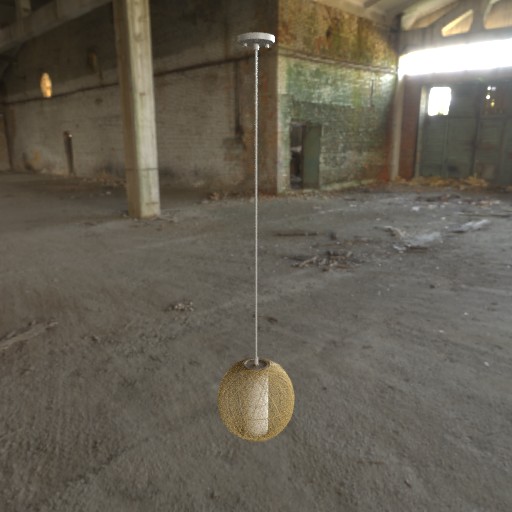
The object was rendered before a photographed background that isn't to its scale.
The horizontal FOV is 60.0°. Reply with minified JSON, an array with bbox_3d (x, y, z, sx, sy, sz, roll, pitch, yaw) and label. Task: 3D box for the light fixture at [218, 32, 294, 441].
[{"bbox_3d":[0.000,0.000,2.157,0.406,1.955,0.407,13,19,43],"label":"light fixture"}]
